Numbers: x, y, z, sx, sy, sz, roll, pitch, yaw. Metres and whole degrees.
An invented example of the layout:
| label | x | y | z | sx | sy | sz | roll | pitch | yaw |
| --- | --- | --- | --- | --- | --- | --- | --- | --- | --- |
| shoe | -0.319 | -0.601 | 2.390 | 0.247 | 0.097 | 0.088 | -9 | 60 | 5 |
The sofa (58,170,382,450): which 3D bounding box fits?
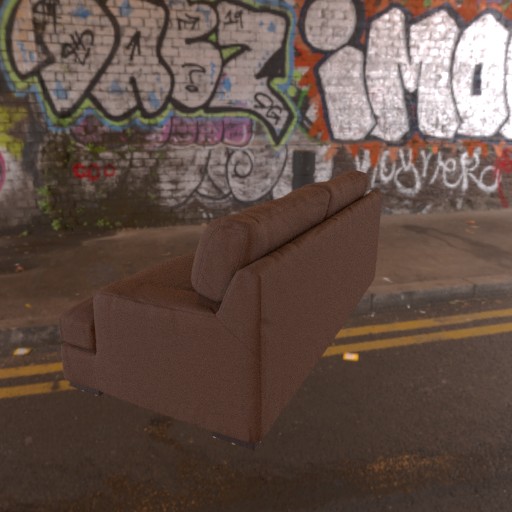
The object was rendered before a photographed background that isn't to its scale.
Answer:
| label | x | y | z | sx | sy | sz | roll | pitch | yaw |
| --- | --- | --- | --- | --- | --- | --- | --- | --- | --- |
| sofa | 0.000 | 0.000 | 2.858 | 1.140 | 0.950 | 2.274 | 8 | 18 | 25 |
